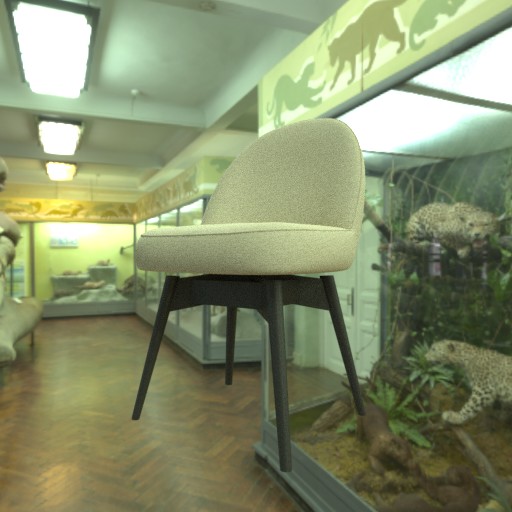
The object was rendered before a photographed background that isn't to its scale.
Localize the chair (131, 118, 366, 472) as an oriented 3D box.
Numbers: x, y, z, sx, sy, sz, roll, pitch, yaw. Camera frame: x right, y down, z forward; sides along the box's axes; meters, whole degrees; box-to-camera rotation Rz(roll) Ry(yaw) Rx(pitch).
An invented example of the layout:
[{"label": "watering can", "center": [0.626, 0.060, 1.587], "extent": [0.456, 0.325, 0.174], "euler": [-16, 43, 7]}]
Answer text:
[{"label": "chair", "center": [0.000, 0.000, 1.176], "extent": [0.532, 0.838, 0.540], "euler": [0, 0, 36]}]
